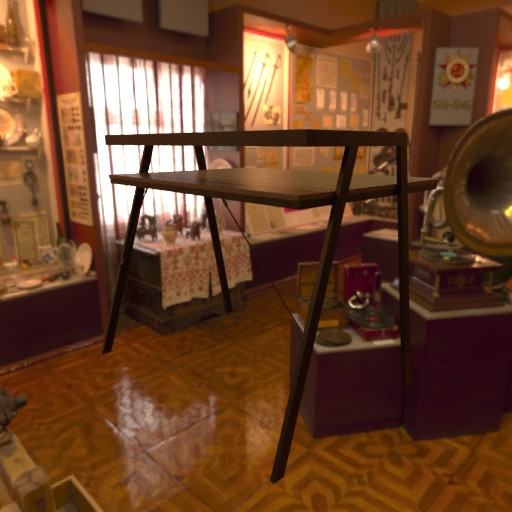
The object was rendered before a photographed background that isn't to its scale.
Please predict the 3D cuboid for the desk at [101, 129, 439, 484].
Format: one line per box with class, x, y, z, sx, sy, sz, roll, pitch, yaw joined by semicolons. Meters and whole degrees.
desk;0.000;0.000;1.882;0.936;0.998;1.143;-13;19;-42
